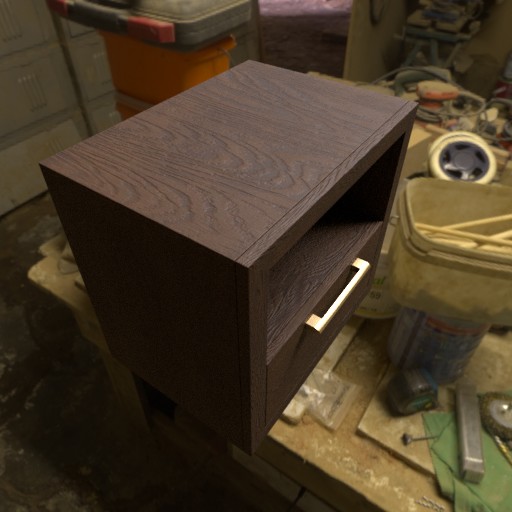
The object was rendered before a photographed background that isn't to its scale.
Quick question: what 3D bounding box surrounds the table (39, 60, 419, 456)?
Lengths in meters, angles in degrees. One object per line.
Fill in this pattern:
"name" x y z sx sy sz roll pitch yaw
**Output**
"table" 0.000 0.000 0.965 0.439 0.585 0.560 26 49 25
